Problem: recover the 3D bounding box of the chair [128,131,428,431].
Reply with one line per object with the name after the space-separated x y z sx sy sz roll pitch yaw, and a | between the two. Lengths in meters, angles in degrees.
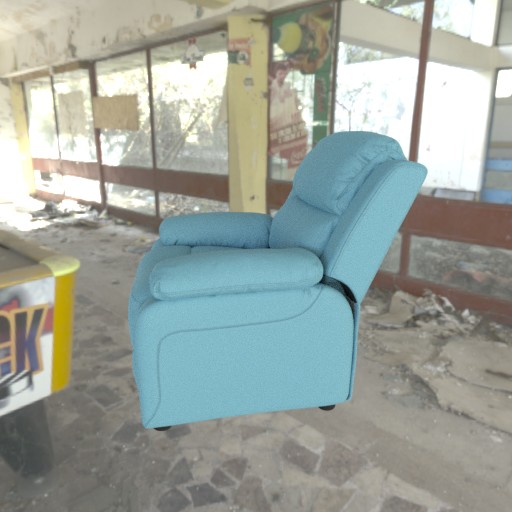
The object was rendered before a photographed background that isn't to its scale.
0.000 0.000 1.291 0.709 0.702 0.680 -3 16 -9 | chair
